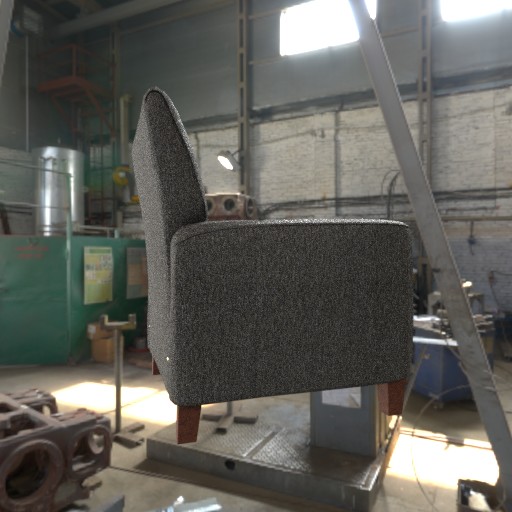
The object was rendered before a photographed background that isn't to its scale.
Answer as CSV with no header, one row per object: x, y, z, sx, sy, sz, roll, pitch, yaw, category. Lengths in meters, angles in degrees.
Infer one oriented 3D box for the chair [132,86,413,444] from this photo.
0.000,0.000,1.655,0.864,1.014,0.848,0,1,-18,chair
